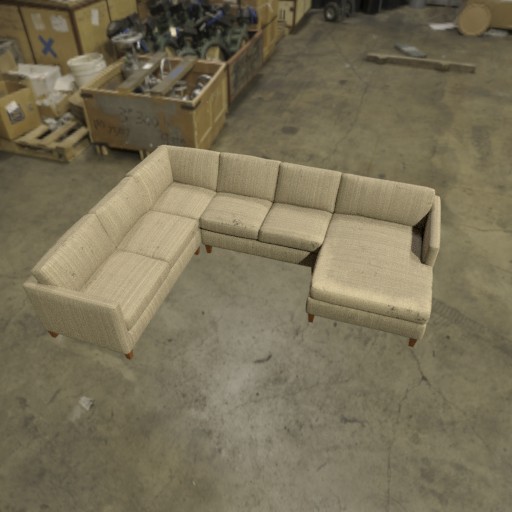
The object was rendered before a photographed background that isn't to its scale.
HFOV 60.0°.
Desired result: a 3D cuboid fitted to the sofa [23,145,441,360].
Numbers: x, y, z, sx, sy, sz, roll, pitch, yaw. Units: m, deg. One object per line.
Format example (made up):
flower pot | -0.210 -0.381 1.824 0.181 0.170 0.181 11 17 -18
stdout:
sofa | 0.000 0.000 4.495 3.460 0.961 2.594 12 43 13
